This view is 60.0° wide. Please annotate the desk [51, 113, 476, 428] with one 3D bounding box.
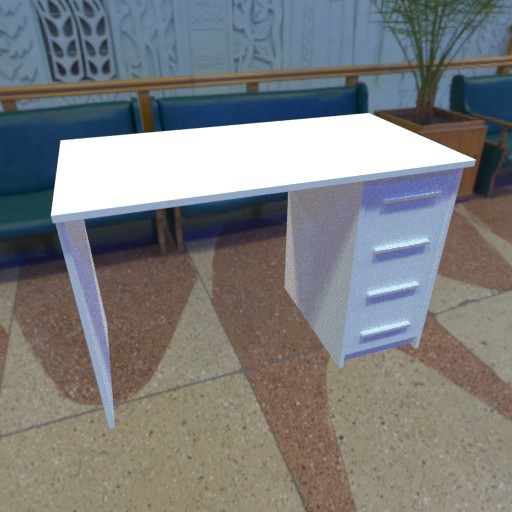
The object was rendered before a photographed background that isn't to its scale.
[{"bbox_3d":[0.000,0.000,1.490,1.096,0.730,0.560,-10,33,-16],"label":"desk"}]
